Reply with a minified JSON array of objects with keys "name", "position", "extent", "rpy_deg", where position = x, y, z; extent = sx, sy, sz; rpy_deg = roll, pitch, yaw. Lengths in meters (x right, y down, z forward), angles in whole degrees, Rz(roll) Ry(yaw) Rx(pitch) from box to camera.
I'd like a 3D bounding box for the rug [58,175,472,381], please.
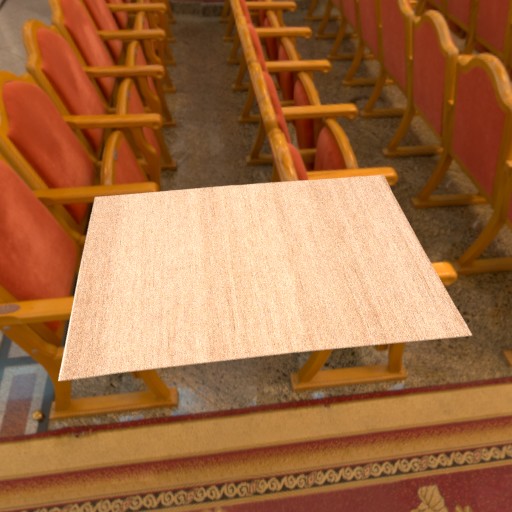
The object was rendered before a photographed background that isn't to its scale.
[{"name":"rug","position":[0.000,0.000,3.012],"extent":[2.346,0.029,1.574],"rpy_deg":[-5,47,-5]}]
